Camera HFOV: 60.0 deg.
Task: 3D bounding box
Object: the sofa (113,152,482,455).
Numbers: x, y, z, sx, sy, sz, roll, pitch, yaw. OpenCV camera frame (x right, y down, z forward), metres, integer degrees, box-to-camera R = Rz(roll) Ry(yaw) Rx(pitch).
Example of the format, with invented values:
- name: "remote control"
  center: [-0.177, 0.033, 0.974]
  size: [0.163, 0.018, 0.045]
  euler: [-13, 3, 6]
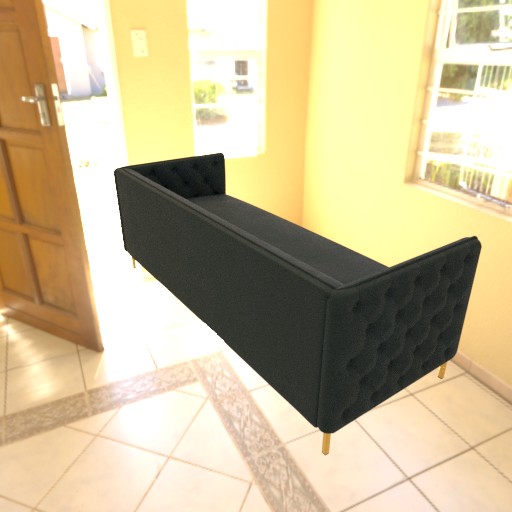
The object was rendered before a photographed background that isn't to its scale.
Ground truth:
- name: "sofa"
  center: [0.000, 0.000, 2.626]
  size: [0.895, 0.771, 2.209]
  euler: [-17, 30, -32]
